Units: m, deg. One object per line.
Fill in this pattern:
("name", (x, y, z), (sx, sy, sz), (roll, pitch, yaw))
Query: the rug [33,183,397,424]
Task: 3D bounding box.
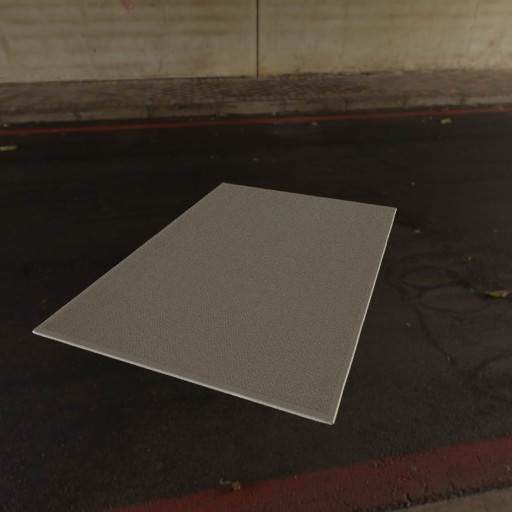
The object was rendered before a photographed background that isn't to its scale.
("rug", (0.000, 0.000, 2.876), (1.532, 0.017, 2.244), (11, 32, 19))
